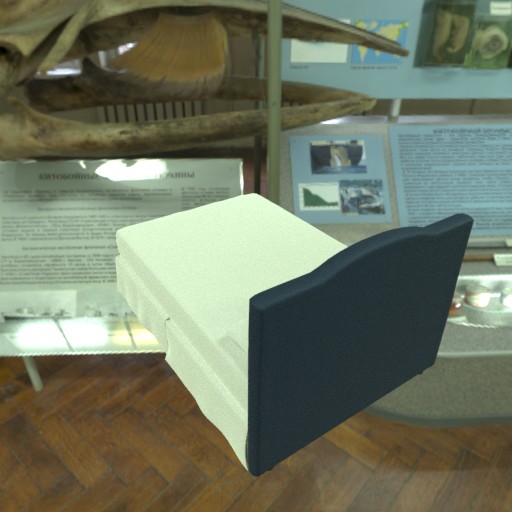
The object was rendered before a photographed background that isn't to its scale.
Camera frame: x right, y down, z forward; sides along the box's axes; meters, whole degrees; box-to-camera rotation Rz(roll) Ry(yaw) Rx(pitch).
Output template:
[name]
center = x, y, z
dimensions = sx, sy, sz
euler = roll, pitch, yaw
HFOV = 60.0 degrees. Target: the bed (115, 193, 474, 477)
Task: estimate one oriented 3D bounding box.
[bed]
center = 0.000, 0.000, 3.632
dimensions = 1.741, 1.441, 2.507
euler = -19, 36, -29
